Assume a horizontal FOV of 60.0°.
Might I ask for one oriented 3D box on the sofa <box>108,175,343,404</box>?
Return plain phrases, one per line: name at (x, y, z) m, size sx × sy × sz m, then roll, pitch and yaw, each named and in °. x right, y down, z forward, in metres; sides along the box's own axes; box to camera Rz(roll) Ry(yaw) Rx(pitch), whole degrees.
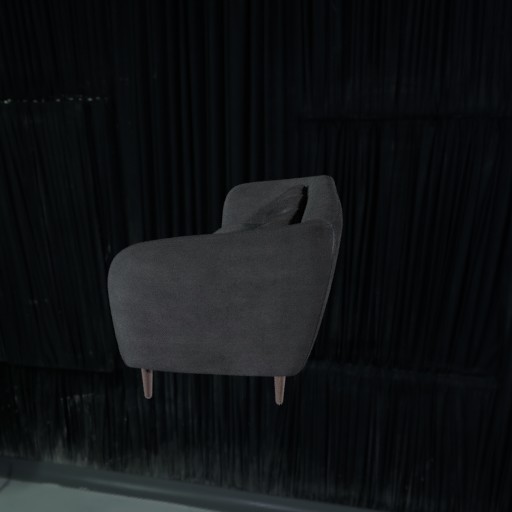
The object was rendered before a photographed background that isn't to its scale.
sofa at (0.000, 0.000, 2.732) m, size 0.956 × 0.875 × 2.296 m, roll 2°, pitch 15°, yaw 8°
